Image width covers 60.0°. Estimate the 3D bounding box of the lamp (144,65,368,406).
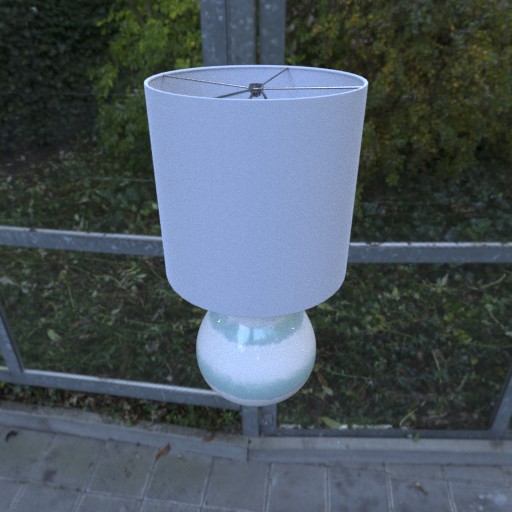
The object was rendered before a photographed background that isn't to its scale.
[{"bbox_3d":[0.000,0.000,0.538,0.217,0.404,0.217,11,32,18],"label":"lamp"}]
